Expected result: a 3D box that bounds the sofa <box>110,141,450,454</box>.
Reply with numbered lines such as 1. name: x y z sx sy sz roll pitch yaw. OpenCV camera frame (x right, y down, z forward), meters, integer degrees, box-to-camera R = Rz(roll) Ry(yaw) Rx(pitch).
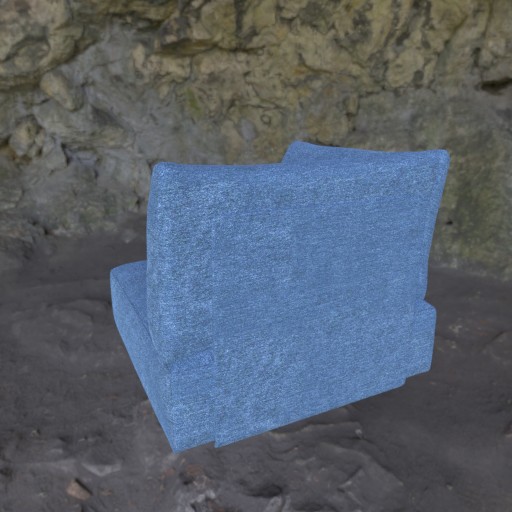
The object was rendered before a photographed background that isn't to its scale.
1. sofa: 0.000 0.000 1.705 1.000 0.820 1.000 -8 19 -25
